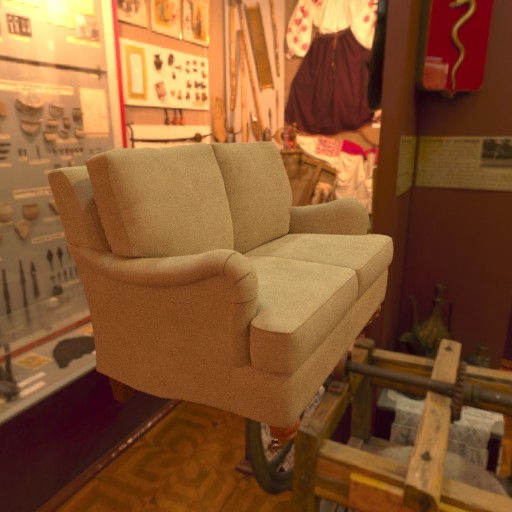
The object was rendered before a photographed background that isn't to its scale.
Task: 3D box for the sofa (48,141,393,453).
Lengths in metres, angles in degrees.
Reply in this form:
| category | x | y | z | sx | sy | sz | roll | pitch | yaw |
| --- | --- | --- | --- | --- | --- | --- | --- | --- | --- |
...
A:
| category | x | y | z | sx | sy | sz | roll | pitch | yaw |
| --- | --- | --- | --- | --- | --- | --- | --- | --- | --- |
| sofa | 0.000 | 0.000 | 2.197 | 1.086 | 1.087 | 1.498 | 8 | 18 | 27 |
